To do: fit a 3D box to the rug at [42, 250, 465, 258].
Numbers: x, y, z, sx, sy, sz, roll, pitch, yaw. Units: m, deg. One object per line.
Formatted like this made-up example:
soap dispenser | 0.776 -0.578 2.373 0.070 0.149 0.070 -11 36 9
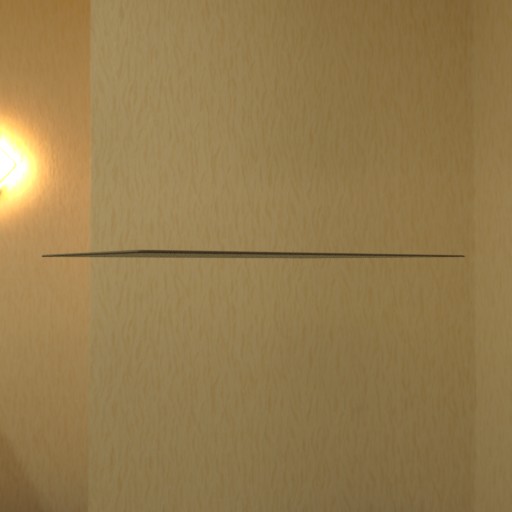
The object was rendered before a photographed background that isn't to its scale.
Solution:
rug | 0.000 0.000 2.729 2.133 0.012 1.523 1 -1 -37
